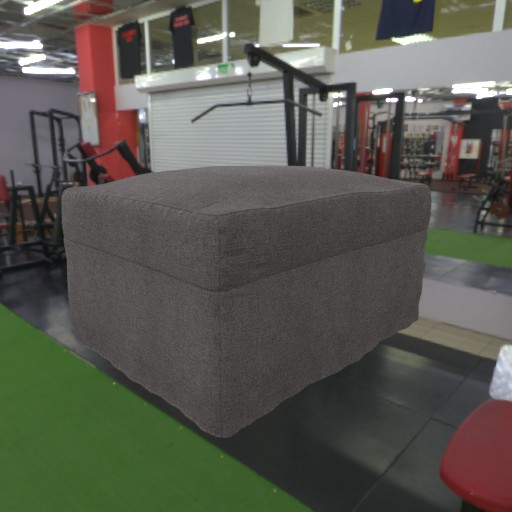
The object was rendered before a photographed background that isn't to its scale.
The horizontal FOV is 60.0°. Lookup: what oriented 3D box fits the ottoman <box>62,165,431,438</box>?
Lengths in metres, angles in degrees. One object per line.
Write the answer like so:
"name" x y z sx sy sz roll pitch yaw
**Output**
"ottoman" 0.000 0.000 1.255 0.652 0.492 0.833 14 20 43
